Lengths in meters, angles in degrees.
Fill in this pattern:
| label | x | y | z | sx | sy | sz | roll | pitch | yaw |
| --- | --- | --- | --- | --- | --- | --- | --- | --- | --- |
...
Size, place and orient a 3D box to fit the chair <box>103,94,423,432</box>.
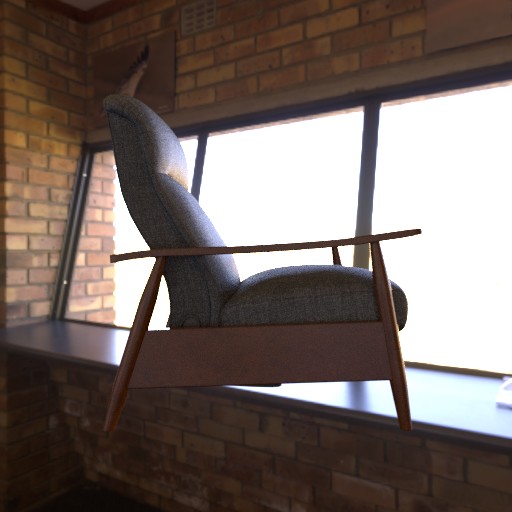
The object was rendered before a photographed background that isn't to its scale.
| label | x | y | z | sx | sy | sz | roll | pitch | yaw |
| --- | --- | --- | --- | --- | --- | --- | --- | --- | --- |
| chair | 0.000 | 0.000 | 1.738 | 1.030 | 1.082 | 0.762 | 0 | 0 | 0 |
